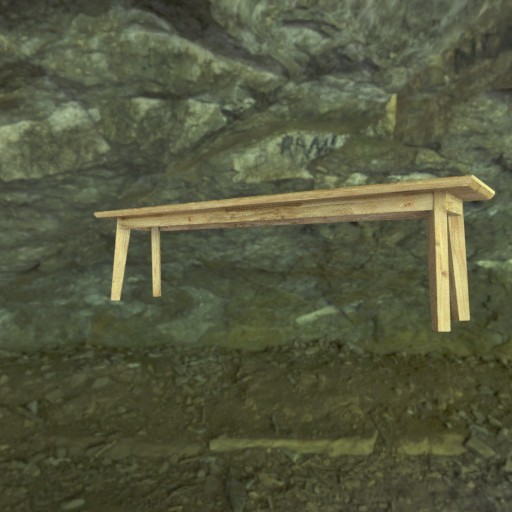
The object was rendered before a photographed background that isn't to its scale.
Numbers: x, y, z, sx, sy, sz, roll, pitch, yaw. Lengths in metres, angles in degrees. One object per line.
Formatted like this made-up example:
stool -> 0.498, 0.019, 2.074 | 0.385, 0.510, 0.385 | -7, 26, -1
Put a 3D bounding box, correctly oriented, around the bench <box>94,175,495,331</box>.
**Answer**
bench -> 0.000, 0.000, 1.827 | 1.698, 0.431, 0.378 | 0, 0, 36
